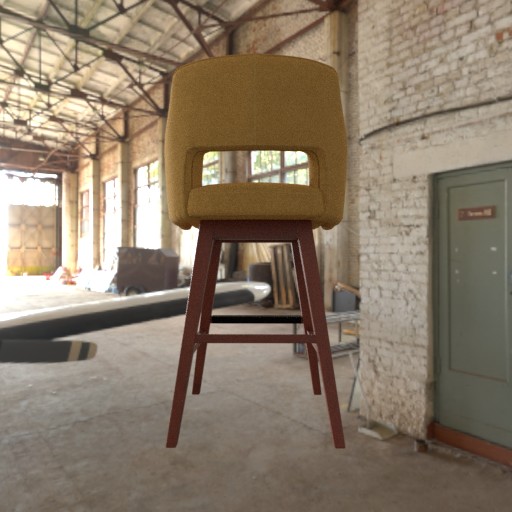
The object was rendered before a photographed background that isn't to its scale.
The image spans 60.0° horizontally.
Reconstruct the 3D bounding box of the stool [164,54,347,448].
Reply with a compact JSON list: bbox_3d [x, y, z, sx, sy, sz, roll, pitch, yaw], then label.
[{"bbox_3d":[0.000,0.000,1.371,0.548,1.012,0.558,0,0,1],"label":"stool"}]
